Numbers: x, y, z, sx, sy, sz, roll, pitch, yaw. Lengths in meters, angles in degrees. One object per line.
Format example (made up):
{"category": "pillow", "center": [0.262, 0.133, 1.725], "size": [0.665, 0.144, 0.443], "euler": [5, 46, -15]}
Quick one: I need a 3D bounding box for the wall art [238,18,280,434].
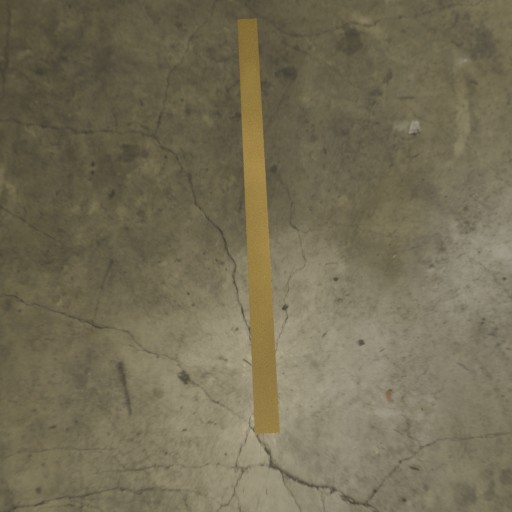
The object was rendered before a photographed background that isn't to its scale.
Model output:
{"category": "wall art", "center": [0.000, 0.000, 1.141], "size": [0.038, 0.762, 0.762], "euler": [-3, 75, -1]}
